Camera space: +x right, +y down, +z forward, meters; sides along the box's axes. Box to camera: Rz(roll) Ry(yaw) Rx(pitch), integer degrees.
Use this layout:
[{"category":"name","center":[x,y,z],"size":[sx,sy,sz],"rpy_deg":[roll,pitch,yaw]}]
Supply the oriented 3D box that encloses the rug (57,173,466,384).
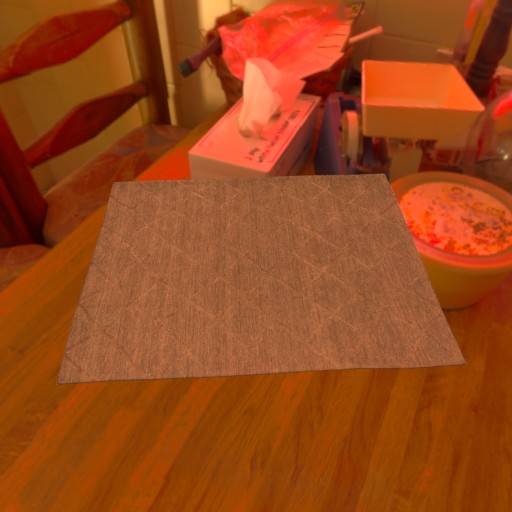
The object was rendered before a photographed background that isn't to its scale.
[{"category":"rug","center":[0.000,0.000,4.096],"size":[3.048,0.013,2.438],"rpy_deg":[-2,46,-2]}]
